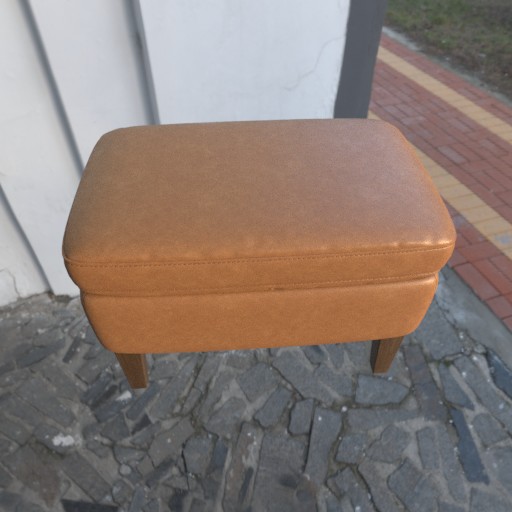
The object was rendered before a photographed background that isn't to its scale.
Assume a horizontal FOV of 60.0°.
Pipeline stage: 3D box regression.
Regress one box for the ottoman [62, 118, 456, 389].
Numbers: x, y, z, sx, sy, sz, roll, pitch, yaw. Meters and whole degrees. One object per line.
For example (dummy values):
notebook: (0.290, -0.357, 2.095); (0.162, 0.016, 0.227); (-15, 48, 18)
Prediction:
ottoman: (0.000, 0.000, 0.986); (0.670, 0.480, 0.420); (-3, 46, -3)
